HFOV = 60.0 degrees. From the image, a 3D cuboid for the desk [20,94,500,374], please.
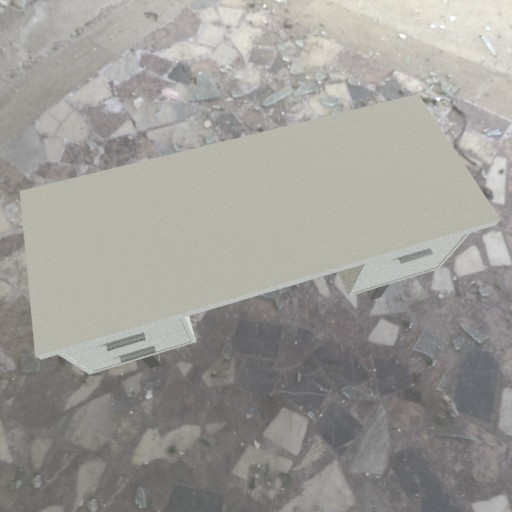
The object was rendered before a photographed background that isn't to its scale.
[{"bbox_3d":[0.000,0.000,1.853,1.530,0.773,0.603,-16,64,-8],"label":"desk"}]
